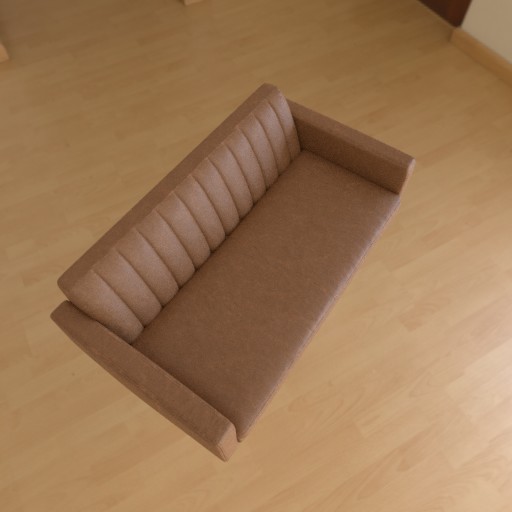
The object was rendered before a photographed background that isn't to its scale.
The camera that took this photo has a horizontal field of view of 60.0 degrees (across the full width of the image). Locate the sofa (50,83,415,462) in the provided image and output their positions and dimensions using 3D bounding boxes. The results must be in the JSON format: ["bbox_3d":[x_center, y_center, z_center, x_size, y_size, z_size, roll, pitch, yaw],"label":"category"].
[{"bbox_3d":[0.000,0.000,2.413,0.993,0.821,1.847,31,64,17],"label":"sofa"}]
